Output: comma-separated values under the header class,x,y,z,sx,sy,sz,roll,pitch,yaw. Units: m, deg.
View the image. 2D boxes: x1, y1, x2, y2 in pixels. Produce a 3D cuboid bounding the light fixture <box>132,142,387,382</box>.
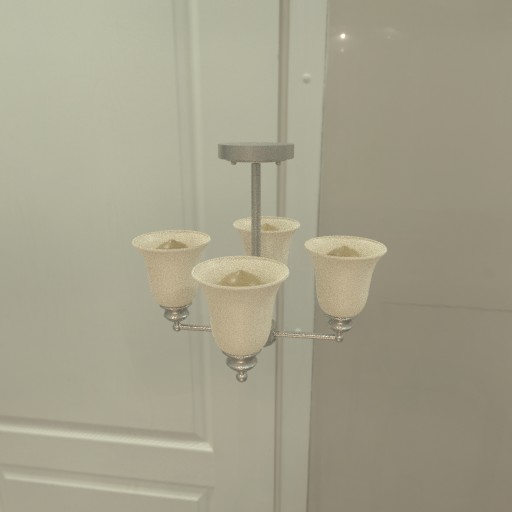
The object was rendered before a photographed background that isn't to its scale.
class,x,y,z,sx,sy,sz,roll,pitch,yaw
light fixture,0.000,0.000,0.753,0.427,0.370,0.427,2,17,8
